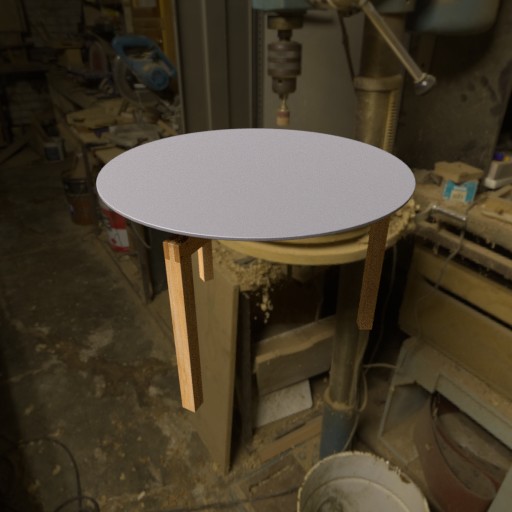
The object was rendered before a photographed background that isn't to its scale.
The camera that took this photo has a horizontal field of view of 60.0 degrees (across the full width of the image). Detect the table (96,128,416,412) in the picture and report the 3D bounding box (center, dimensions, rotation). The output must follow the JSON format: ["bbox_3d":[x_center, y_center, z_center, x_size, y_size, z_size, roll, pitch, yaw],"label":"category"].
[{"bbox_3d":[0.000,0.000,0.974,0.600,0.405,0.600,0,30,0],"label":"table"}]
